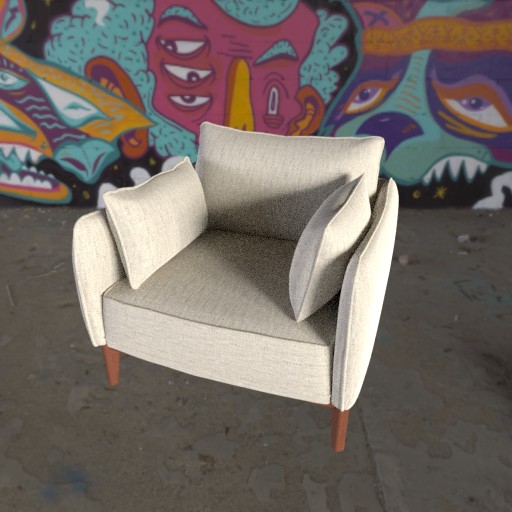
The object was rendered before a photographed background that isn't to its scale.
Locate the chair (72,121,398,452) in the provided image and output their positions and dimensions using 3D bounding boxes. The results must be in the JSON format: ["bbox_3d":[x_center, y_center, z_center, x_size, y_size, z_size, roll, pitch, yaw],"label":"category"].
[{"bbox_3d":[0.000,0.000,1.731,0.994,0.855,0.991,9,28,18],"label":"chair"}]
